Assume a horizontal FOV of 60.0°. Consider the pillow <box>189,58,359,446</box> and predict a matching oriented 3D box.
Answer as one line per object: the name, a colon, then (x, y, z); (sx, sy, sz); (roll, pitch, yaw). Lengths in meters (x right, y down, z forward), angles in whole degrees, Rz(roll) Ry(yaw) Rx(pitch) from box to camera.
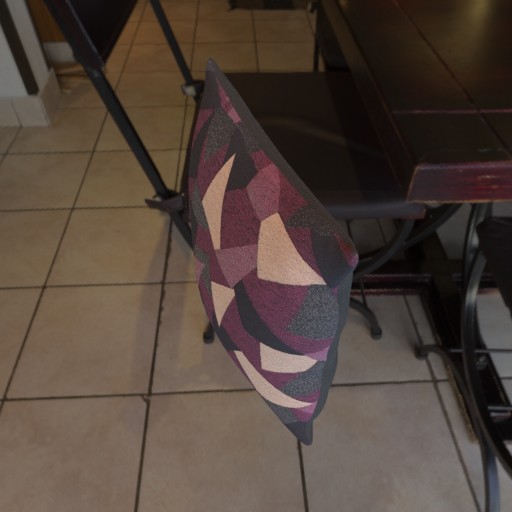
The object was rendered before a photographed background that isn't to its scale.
pillow: (0.000, 0.000, 0.767); (0.208, 0.496, 0.503); (-16, 48, -15)
